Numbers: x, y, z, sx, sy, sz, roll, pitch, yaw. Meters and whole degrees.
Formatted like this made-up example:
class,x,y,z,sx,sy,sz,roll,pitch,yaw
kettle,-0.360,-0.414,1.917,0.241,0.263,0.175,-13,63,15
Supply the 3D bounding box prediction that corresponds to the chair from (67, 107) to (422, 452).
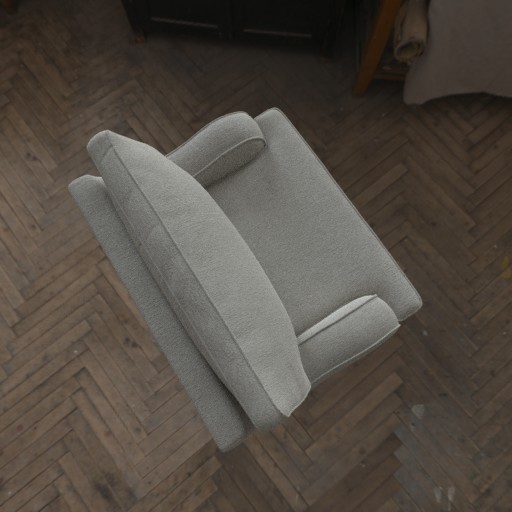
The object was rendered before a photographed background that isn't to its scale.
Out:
class,x,y,z,sx,sy,sz,roll,pitch,yaw
chair,0.000,0.000,1.993,1.041,1.016,1.220,-32,78,-8
